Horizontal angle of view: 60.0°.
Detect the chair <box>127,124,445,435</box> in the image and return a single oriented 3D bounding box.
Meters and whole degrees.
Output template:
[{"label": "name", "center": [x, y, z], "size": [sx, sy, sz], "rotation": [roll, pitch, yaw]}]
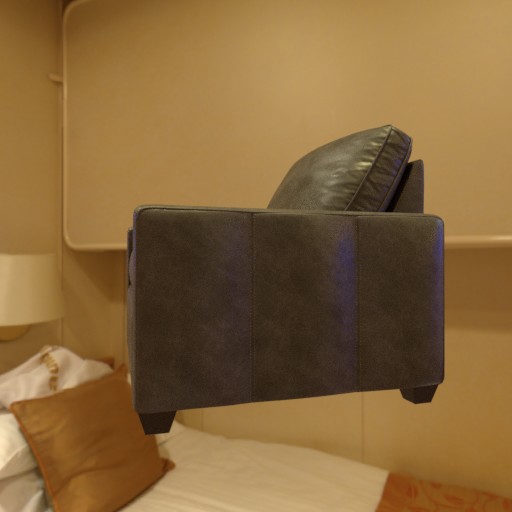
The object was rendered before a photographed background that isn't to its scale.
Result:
[{"label": "chair", "center": [0.000, 0.000, 1.700], "size": [0.939, 0.916, 1.006], "rotation": [0, 0, -17]}]
